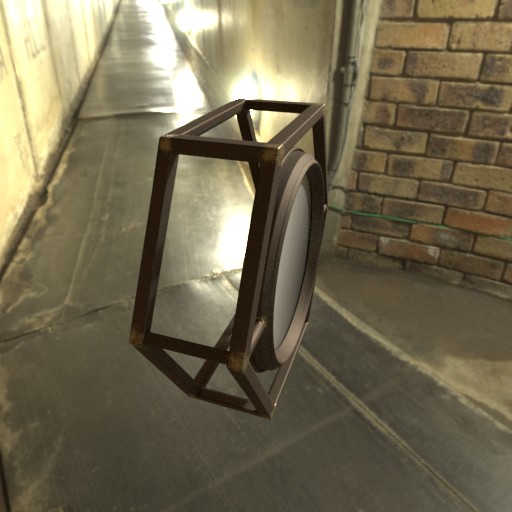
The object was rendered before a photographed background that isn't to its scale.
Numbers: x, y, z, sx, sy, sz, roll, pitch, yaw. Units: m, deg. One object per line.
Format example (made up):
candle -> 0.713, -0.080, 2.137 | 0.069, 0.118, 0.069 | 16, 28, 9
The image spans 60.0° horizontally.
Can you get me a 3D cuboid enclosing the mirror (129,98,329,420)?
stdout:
mirror -> 0.000, 0.000, 0.549 | 0.119, 0.334, 0.380 | 10, 31, 17
